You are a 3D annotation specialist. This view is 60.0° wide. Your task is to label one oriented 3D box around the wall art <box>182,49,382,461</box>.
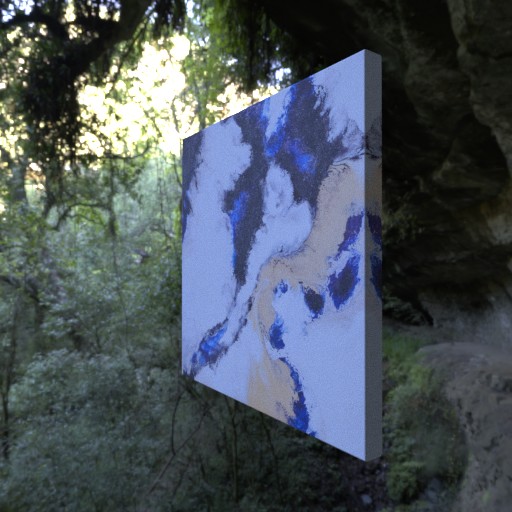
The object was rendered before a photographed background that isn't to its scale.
[{"bbox_3d":[0.000,0.000,0.909,0.039,0.609,0.609,0,0,-35],"label":"wall art"}]
